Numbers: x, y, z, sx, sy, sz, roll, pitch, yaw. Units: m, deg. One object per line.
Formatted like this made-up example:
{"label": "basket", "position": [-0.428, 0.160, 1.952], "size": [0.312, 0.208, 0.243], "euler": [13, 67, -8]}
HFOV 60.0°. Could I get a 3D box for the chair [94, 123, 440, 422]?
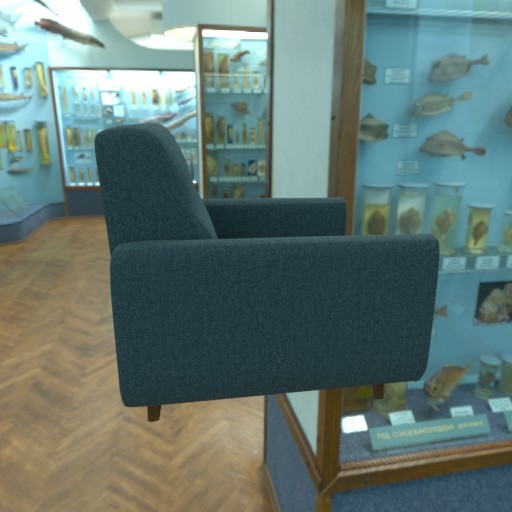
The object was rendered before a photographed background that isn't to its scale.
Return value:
{"label": "chair", "position": [0.000, 0.000, 1.639], "size": [0.964, 0.940, 0.880], "euler": [-3, 16, -9]}
